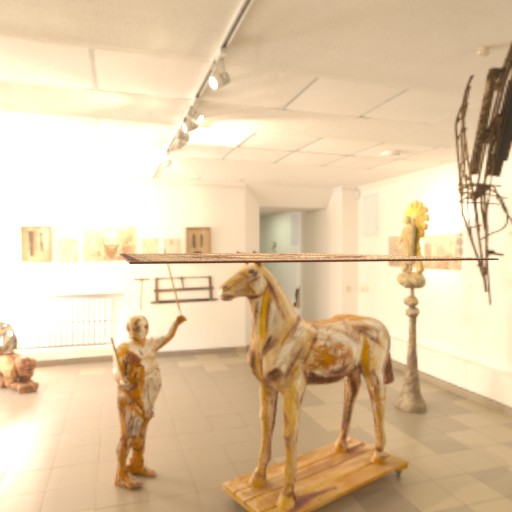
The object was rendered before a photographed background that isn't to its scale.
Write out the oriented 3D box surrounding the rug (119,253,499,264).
[{"bbox_3d":[0.000,0.000,4.121,2.381,0.013,3.197,0,1,-18],"label":"rug"}]
